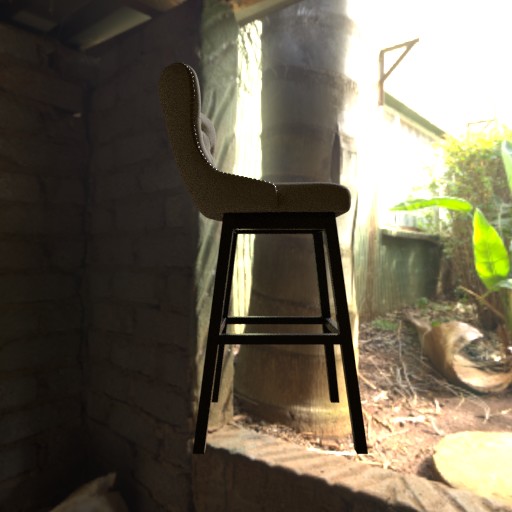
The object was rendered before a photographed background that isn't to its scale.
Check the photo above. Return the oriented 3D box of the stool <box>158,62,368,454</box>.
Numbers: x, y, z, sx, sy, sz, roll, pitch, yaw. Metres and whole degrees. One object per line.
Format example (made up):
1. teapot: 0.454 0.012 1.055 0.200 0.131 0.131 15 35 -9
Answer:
1. stool: 0.000 0.000 1.415 0.605 1.066 0.528 0 0 0
